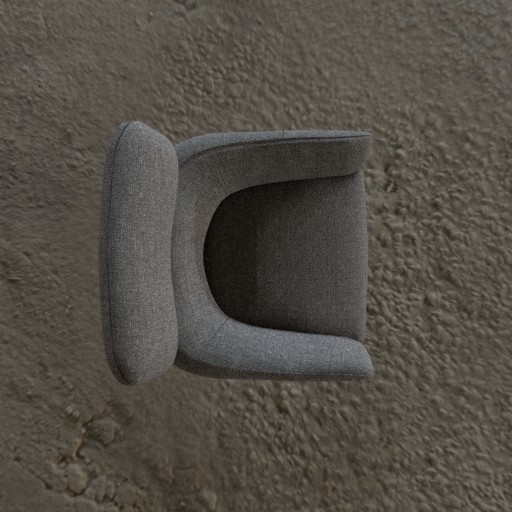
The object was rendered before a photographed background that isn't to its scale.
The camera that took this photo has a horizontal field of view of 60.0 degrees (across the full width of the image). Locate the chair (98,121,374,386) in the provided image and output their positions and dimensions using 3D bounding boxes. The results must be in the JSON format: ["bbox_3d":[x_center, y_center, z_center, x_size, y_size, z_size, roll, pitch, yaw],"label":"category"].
[{"bbox_3d":[0.000,0.000,1.346,0.715,0.812,0.706,0,89,-1],"label":"chair"}]
